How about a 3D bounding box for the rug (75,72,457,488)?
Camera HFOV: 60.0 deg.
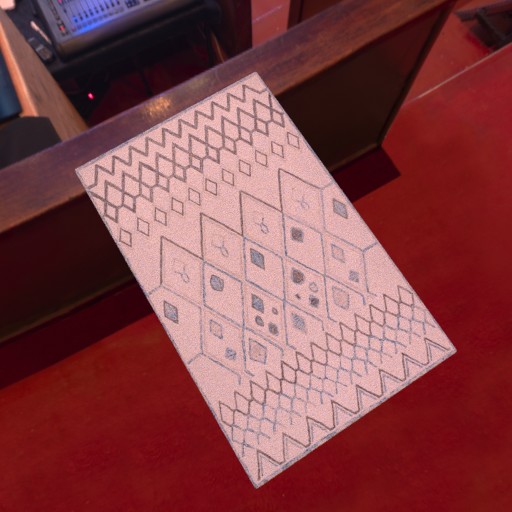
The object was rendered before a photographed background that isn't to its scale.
[{"bbox_3d":[0.000,0.000,2.999,1.524,0.015,2.439,-31,78,-7],"label":"rug"}]
